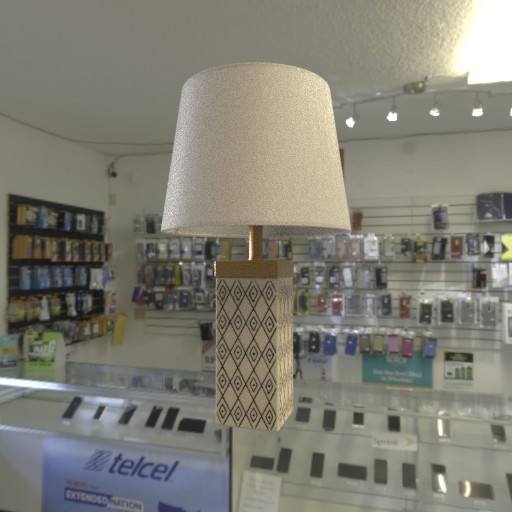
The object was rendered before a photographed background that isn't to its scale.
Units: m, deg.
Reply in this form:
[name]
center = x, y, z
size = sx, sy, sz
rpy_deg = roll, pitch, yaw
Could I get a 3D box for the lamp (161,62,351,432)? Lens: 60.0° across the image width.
[lamp]
center = 0.000, 0.000, 0.597
size = 0.251, 0.435, 0.251
rpy_deg = 0, -1, 0
